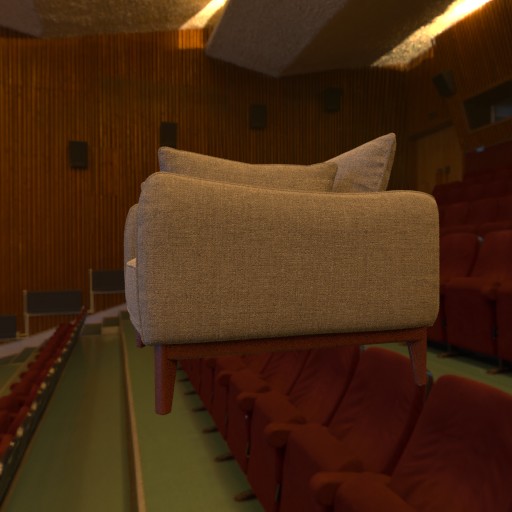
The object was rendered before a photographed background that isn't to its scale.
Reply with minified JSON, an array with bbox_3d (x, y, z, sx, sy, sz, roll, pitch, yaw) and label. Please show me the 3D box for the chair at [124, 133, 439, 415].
[{"bbox_3d":[0.000,0.000,1.725,0.976,0.839,0.993,0,1,-18],"label":"chair"}]
